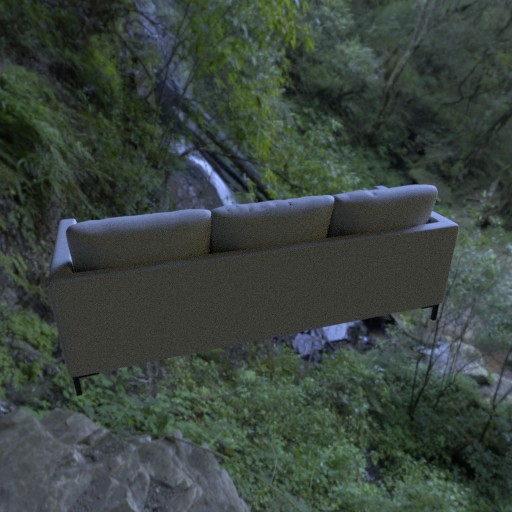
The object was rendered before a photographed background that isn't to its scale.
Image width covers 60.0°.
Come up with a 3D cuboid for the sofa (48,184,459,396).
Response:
[{"bbox_3d":[0.000,0.000,2.711,2.218,0.874,0.859,-8,27,-16],"label":"sofa"}]
